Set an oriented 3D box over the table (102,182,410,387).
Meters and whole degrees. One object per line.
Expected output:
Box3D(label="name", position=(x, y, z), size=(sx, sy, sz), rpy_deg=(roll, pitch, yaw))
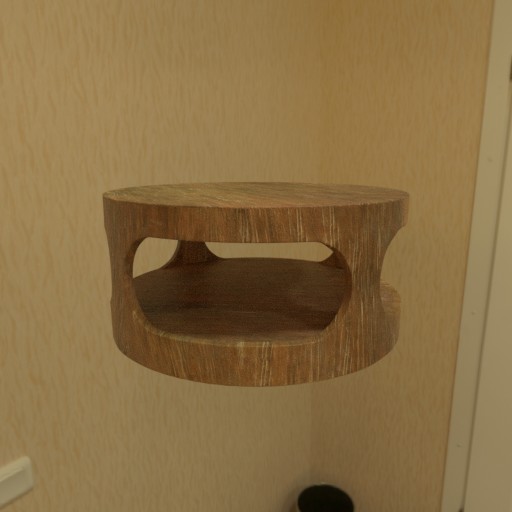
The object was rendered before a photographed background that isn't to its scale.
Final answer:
Box3D(label="table", position=(0.000, 0.000, 1.532), size=(0.974, 0.450, 0.974), rpy_deg=(0, 13, 0))
